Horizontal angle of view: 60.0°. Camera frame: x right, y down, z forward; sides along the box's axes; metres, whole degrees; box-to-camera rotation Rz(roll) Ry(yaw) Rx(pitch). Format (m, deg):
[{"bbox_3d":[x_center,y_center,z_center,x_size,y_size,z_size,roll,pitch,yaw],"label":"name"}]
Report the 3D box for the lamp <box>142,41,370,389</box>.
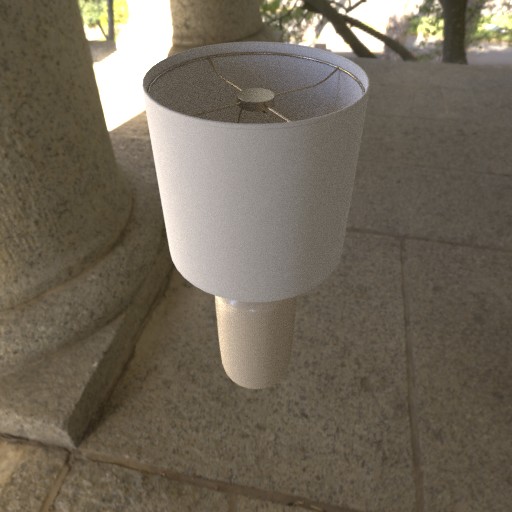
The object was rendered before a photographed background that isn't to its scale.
[{"bbox_3d":[0.000,0.000,0.593,0.220,0.475,0.220,-12,43,-13],"label":"lamp"}]
